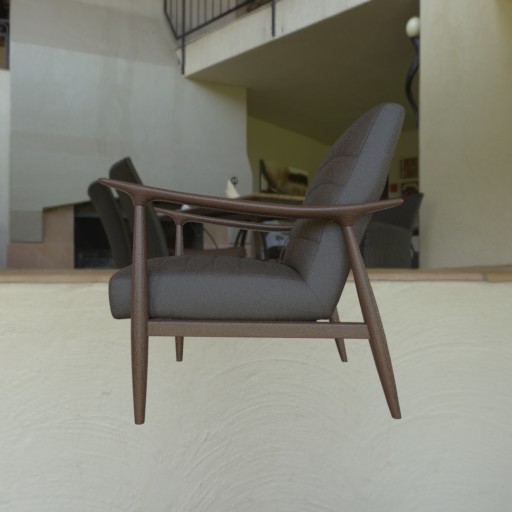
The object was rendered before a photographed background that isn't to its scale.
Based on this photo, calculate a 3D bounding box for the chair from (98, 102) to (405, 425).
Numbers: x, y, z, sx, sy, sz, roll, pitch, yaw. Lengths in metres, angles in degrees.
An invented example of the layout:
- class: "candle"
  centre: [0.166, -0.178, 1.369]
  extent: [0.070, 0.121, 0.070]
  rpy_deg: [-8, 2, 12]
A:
- class: "chair"
  centre: [0.000, 0.000, 1.434]
  extent: [0.798, 0.831, 0.741]
  rpy_deg: [0, 0, -1]
